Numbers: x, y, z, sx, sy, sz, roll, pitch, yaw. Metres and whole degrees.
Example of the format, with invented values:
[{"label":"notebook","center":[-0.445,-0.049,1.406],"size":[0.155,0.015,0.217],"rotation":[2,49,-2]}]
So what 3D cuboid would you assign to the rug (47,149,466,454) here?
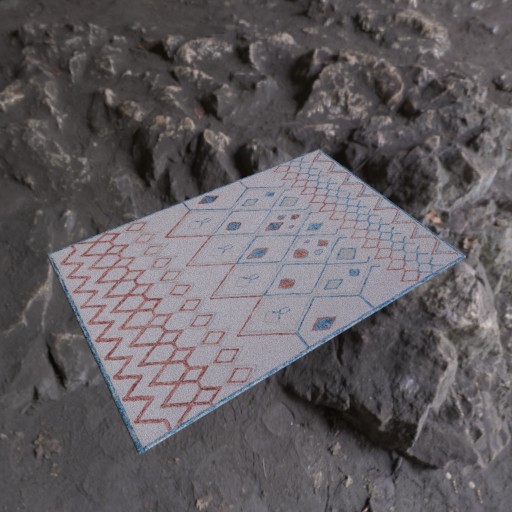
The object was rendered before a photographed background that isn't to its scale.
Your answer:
[{"label":"rug","center":[0.000,0.000,2.324],"size":[1.829,0.016,1.219],"rotation":[-25,51,-22]}]
